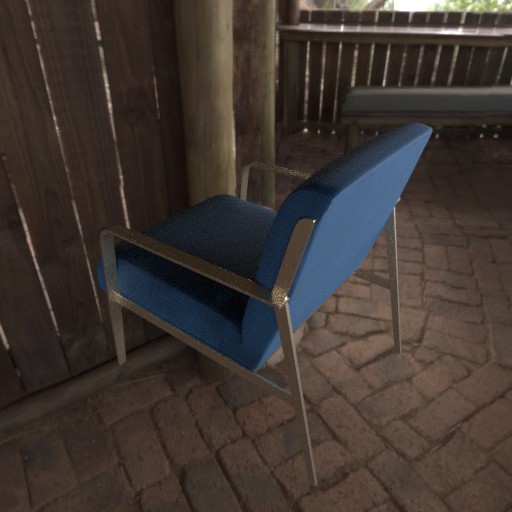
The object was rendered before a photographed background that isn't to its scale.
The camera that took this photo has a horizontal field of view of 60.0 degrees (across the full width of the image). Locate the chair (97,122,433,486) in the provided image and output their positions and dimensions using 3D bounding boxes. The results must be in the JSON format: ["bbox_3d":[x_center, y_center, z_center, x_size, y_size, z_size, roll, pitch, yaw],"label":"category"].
[{"bbox_3d":[0.000,0.000,1.407,0.859,0.831,0.692,21,37,30],"label":"chair"}]
